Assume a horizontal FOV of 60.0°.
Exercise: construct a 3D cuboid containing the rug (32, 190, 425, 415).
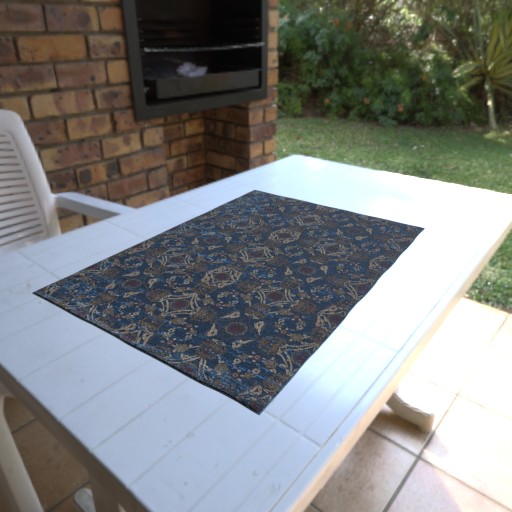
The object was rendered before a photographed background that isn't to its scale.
[{"bbox_3d":[0.000,0.000,2.925,1.567,0.014,2.207,18,32,31],"label":"rug"}]
